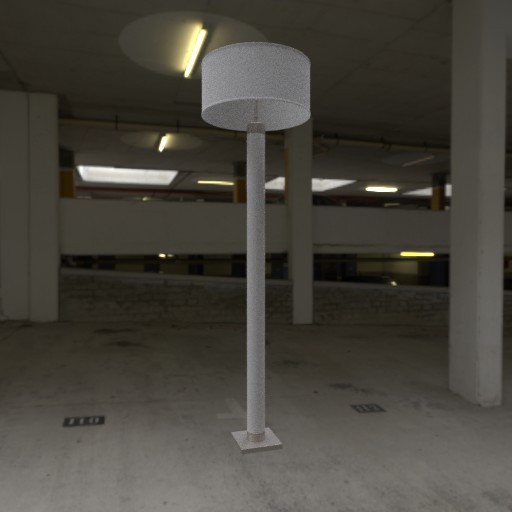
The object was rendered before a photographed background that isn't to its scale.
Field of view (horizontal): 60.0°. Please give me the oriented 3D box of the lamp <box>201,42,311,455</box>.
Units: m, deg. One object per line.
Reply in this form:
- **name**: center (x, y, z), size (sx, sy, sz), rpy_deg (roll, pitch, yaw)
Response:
- **lamp**: center (0.000, 0.000, 1.725), size (0.420, 1.475, 0.420), rpy_deg (0, 1, -17)
